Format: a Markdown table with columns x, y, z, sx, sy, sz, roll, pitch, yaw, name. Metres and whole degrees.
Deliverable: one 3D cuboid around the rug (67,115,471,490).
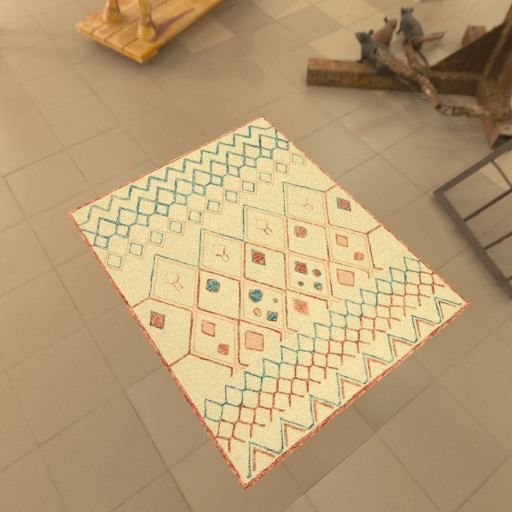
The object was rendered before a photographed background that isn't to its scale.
| x | y | z | sx | sy | sz | roll | pitch | yaw | name |
| --- | --- | --- | --- | --- | --- | --- | --- | --- | --- |
| 0.000 | 0.000 | 4.153 | 2.441 | 0.016 | 3.050 | -32 | 63 | -19 | rug |
